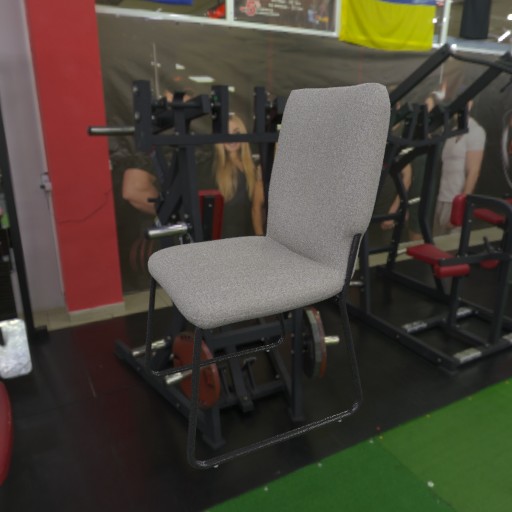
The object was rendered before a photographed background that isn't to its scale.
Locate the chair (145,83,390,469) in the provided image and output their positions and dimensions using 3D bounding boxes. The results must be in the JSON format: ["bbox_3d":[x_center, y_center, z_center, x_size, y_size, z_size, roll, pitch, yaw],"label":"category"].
[{"bbox_3d":[0.000,0.000,1.191,0.560,0.864,0.448,-9,20,-25],"label":"chair"}]
